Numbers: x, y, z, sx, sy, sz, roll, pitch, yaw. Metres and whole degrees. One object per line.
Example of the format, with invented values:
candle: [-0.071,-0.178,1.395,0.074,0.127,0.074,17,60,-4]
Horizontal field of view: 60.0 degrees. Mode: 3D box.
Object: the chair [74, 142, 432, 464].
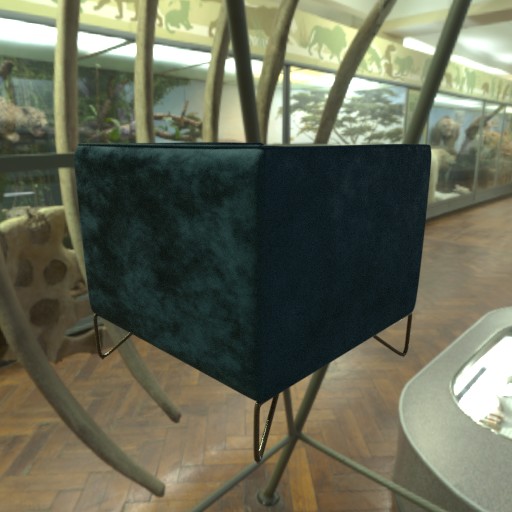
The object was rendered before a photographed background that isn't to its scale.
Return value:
chair: [0.000,0.000,1.592,0.880,0.790,0.894,14,20,42]
